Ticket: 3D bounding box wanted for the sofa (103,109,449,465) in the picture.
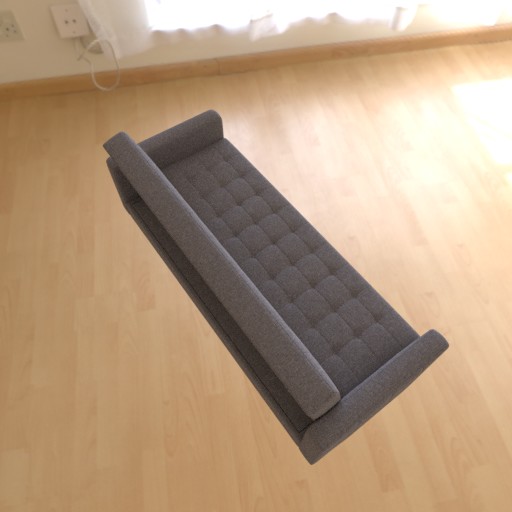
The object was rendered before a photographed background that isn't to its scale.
[{"bbox_3d":[0.000,0.000,2.505,0.810,0.850,2.040,-32,63,-18],"label":"sofa"}]
